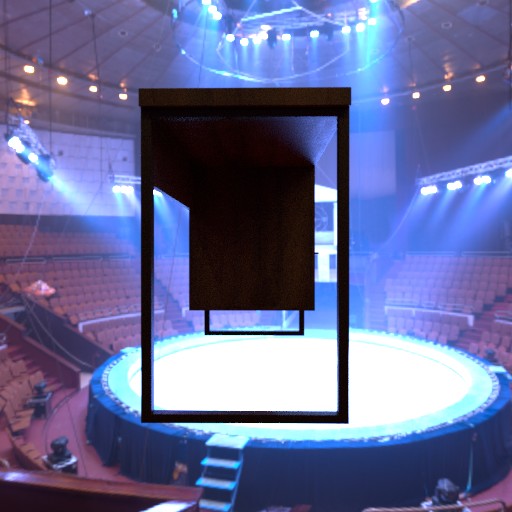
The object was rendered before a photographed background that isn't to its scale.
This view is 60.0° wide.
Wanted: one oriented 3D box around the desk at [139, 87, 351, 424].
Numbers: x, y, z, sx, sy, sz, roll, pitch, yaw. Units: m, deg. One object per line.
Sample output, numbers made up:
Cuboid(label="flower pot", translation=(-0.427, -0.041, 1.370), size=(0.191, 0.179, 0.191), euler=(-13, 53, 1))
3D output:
Cuboid(label="desk", translation=(0.000, 0.000, 1.552), size=(0.511, 0.752, 1.134), euler=(0, 0, 1))
